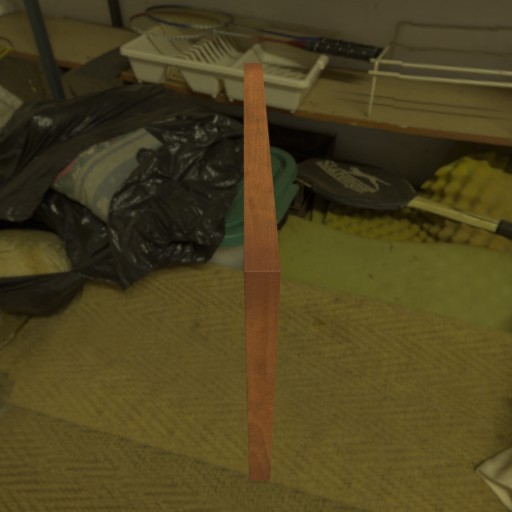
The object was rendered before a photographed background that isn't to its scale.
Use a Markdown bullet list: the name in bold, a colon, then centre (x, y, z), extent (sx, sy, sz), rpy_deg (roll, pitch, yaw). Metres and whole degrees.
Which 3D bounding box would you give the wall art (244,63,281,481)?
- **wall art**: centre (0.000, 0.000, 0.760), extent (0.033, 0.457, 0.558), rpy_deg (-1, 42, -1)
